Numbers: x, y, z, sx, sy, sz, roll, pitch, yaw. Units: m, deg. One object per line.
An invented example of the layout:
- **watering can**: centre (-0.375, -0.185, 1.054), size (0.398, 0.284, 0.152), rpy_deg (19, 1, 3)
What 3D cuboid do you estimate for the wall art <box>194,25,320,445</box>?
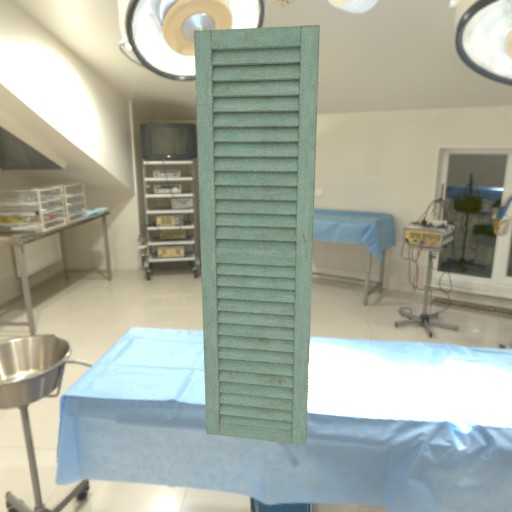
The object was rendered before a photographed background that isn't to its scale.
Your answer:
- **wall art**: centre (0.000, 0.000, 1.302), size (0.329, 1.219, 0.025), rpy_deg (2, 14, 10)
